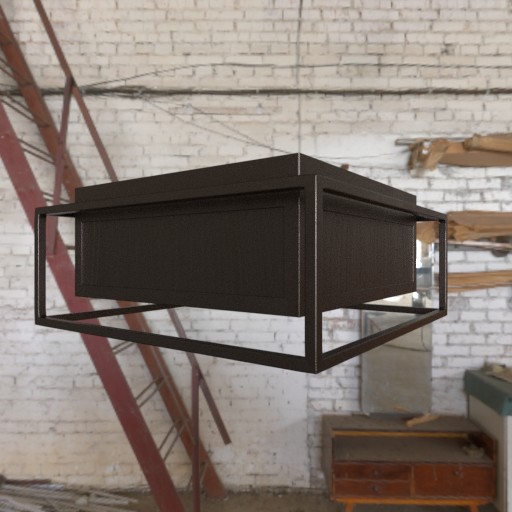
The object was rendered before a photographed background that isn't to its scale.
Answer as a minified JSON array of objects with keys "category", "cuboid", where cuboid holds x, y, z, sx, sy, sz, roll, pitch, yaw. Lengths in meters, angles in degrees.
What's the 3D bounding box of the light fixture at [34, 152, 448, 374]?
[{"category":"light fixture","cuboid":[0.000,0.000,0.664,0.441,0.191,0.441,0,0,36]}]
